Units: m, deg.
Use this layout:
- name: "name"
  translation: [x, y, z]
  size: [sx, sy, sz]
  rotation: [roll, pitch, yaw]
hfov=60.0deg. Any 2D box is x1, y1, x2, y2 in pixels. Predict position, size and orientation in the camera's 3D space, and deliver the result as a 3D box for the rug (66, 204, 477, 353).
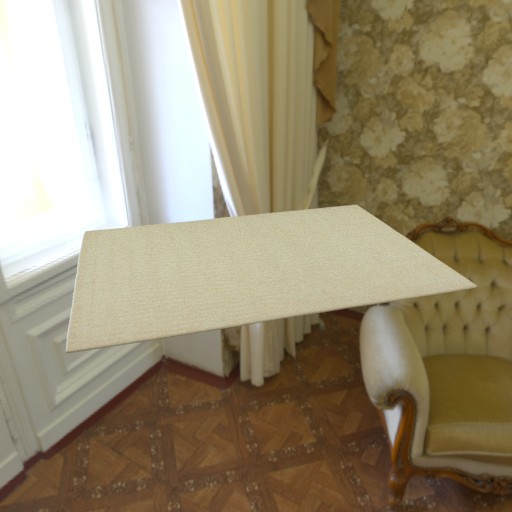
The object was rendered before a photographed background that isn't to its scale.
- name: "rug"
  translation: [0.000, 0.000, 2.407]
  size: [1.848, 0.014, 1.238]
  rotation: [-7, 26, -14]
